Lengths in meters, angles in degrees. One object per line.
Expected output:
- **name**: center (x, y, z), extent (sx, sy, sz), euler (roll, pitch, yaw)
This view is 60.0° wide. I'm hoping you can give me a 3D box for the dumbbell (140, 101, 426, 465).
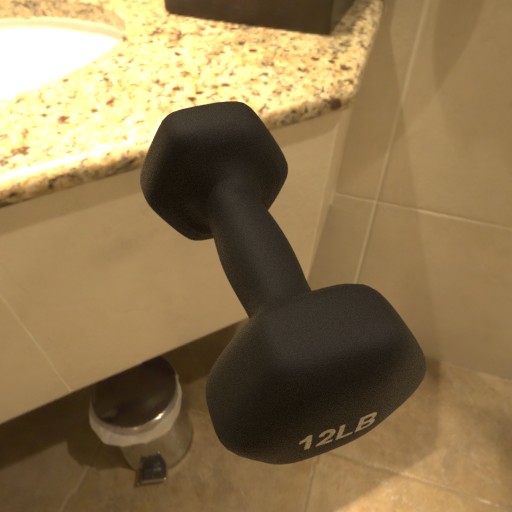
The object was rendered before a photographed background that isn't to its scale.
- **dumbbell**: center (0.000, 0.000, 0.276), extent (0.112, 0.101, 0.231), euler (-15, 49, -13)
